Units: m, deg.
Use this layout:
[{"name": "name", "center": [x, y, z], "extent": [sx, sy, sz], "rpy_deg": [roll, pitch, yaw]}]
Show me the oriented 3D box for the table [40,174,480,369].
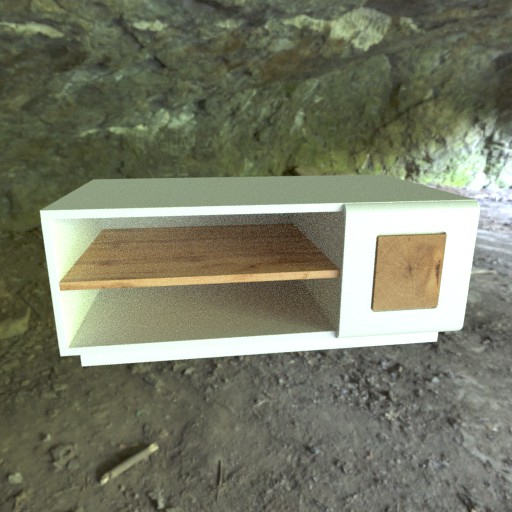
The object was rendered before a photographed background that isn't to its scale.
[{"name": "table", "center": [0.000, 0.000, 1.443], "extent": [1.097, 0.442, 0.639], "rpy_deg": [-2, 17, -8]}]
